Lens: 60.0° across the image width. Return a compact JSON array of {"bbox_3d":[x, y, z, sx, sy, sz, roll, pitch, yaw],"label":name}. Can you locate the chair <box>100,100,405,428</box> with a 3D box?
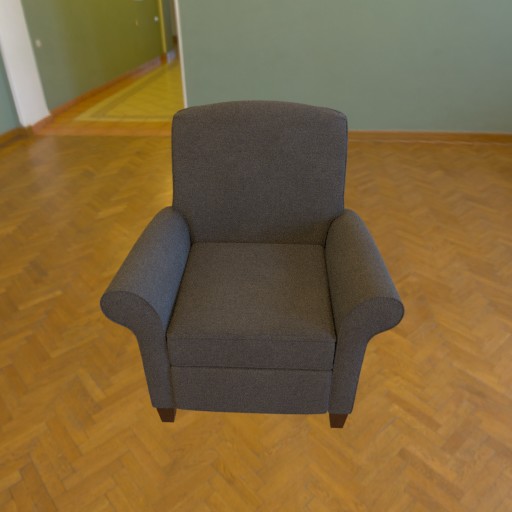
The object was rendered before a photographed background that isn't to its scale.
[{"bbox_3d":[0.000,0.000,1.819,0.978,1.061,0.905,1,31,2],"label":"chair"}]
